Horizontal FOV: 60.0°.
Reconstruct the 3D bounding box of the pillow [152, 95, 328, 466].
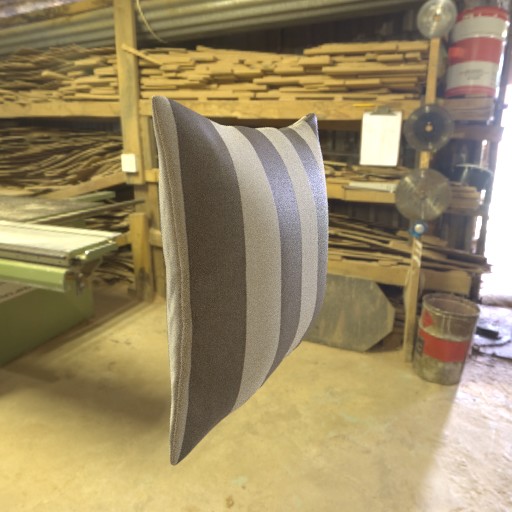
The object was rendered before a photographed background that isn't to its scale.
[{"bbox_3d":[0.000,0.000,0.790,0.192,0.507,0.522,8,17,27],"label":"pillow"}]
